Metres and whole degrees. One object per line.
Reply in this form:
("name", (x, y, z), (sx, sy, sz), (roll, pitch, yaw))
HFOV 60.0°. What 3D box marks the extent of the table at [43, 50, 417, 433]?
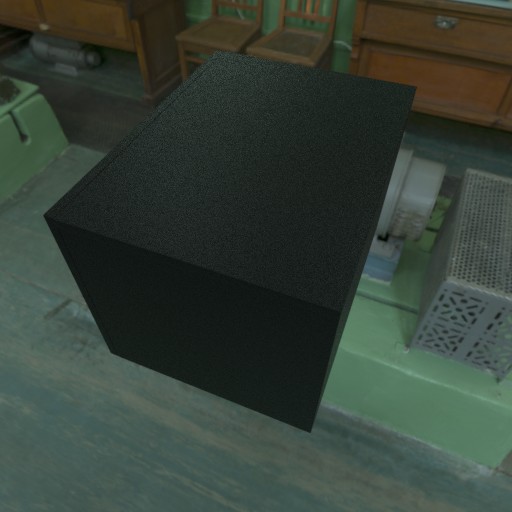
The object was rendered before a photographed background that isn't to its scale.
("table", (0.000, 0.000, 0.955), (0.441, 0.584, 0.564), (17, 51, 14))
